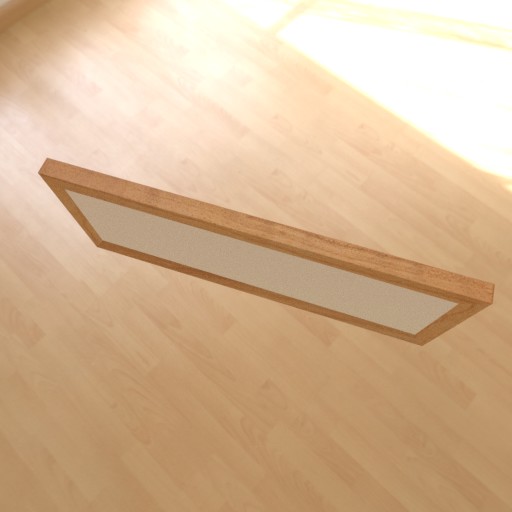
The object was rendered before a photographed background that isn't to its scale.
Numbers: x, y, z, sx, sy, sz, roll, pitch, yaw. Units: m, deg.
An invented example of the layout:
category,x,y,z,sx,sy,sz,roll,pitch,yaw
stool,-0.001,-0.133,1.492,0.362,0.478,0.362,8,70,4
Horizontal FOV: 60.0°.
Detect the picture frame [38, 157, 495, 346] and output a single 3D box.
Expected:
category,x,y,z,sx,sy,sz,roll,pitch,yaw
picture frame,0.000,0.000,0.658,0.582,0.234,0.045,16,68,7
